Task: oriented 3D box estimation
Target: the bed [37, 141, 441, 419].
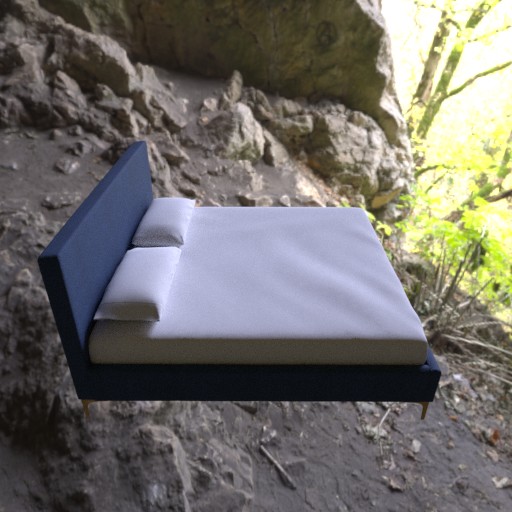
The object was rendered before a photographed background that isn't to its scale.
[{"bbox_3d":[0.000,0.000,3.439,2.232,1.231,2.096,0,31,0],"label":"bed"}]
